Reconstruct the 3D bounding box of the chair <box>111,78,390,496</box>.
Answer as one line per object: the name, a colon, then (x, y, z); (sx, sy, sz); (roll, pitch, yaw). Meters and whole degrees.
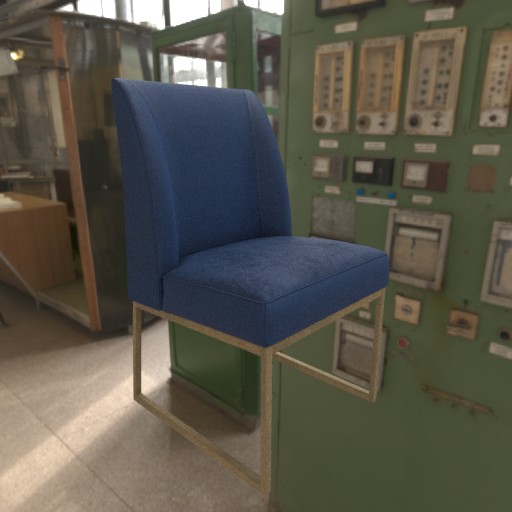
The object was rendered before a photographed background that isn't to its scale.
chair: (0.000, 0.000, 1.150); (0.522, 0.863, 0.508); (14, 21, 41)
